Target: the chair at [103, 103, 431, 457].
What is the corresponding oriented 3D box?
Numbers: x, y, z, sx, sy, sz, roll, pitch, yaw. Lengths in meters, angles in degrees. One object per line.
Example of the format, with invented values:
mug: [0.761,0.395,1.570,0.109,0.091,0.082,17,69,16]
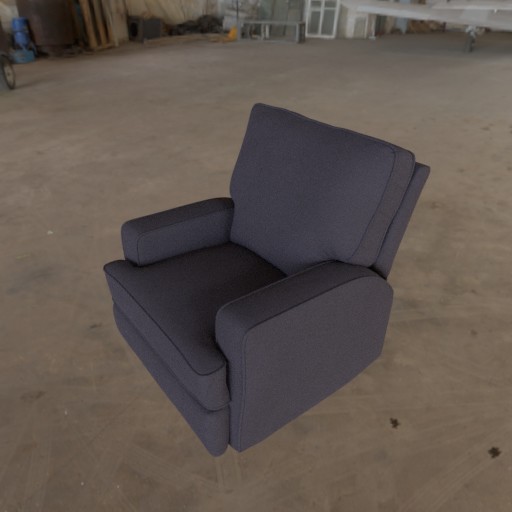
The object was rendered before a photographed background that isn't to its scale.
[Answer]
chair: [0.000,0.000,1.706,0.964,0.962,0.861,-22,37,-32]
